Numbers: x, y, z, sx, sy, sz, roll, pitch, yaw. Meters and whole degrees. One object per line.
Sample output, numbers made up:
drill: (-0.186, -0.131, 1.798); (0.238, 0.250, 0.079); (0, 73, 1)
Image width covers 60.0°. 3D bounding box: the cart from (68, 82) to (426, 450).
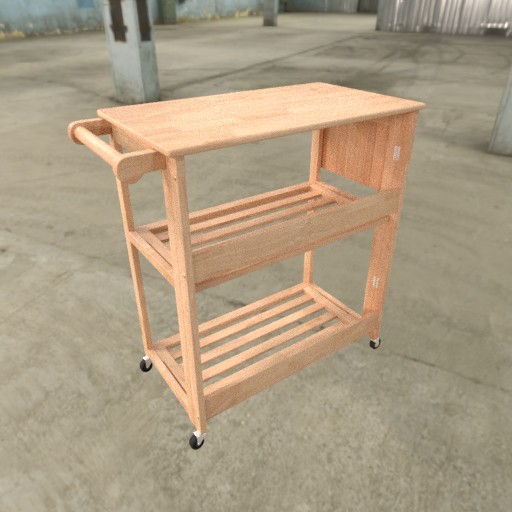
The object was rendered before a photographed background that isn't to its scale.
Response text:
cart: (0.000, 0.000, 1.357); (0.853, 0.879, 0.432); (-19, 35, -29)
